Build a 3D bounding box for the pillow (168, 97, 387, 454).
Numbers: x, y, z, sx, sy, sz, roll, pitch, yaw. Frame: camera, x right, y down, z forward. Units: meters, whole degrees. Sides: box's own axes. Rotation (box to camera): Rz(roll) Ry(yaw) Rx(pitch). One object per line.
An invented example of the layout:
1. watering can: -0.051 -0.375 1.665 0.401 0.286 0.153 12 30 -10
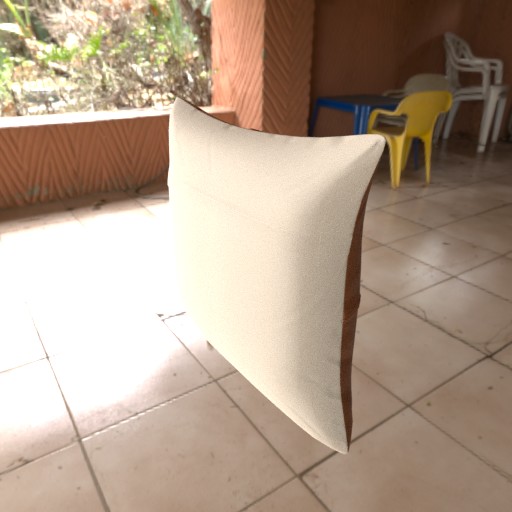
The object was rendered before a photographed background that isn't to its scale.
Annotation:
1. pillow: 0.000 0.000 0.757 0.192 0.477 0.501 -17 30 -31
